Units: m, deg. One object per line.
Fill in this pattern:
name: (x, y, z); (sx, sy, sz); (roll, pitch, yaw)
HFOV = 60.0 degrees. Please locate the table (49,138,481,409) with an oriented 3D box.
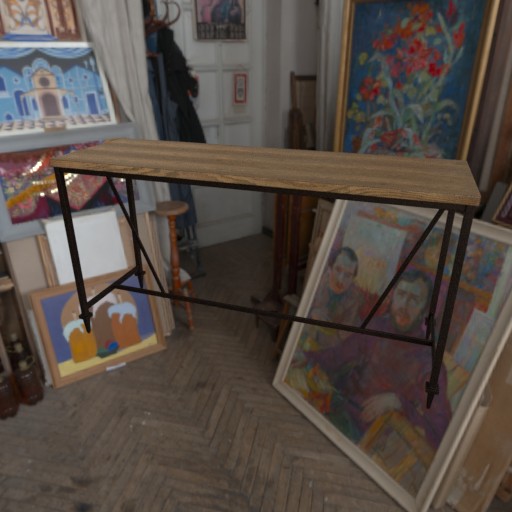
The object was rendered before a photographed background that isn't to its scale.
table: (0.000, 0.000, 2.076); (1.700, 0.902, 0.551); (8, 26, 17)
